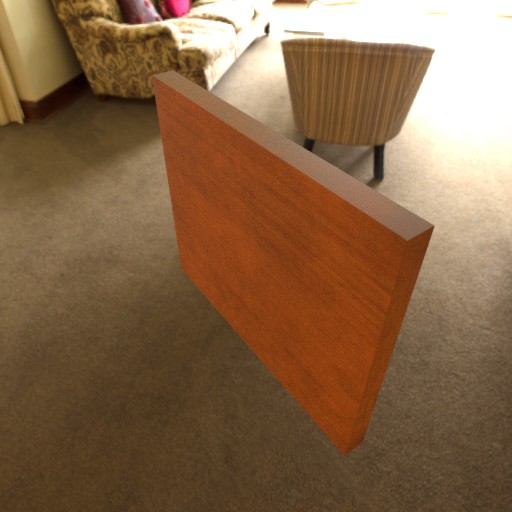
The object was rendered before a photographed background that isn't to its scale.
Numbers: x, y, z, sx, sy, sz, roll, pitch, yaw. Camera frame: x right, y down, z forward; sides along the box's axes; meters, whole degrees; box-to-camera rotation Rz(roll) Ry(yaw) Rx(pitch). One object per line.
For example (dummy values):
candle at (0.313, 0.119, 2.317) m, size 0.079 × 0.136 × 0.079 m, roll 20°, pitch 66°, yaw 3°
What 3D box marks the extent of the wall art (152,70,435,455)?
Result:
wall art at (0.000, 0.000, 0.544) m, size 0.030 × 0.328 × 0.401 m, roll -25°, pitch 47°, yaw -26°
